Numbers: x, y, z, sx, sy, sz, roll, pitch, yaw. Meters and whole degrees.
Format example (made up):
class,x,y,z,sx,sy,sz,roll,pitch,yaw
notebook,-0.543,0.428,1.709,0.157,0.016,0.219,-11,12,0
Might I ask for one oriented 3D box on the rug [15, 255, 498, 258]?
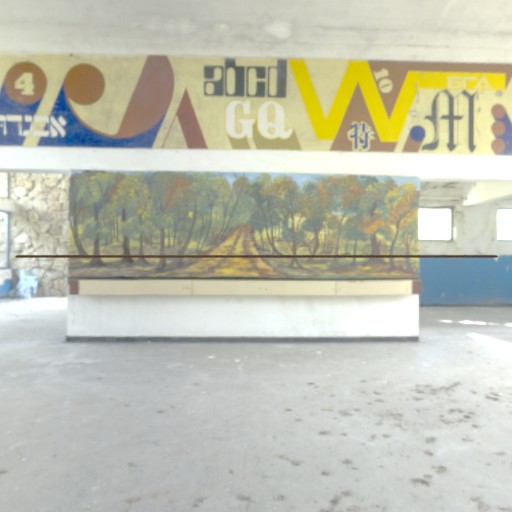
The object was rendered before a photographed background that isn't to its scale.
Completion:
class,x,y,z,sx,sy,sz,roll,pitch,yaw
rug,0.000,0.000,2.280,1.829,0.010,1.219,0,0,-1
